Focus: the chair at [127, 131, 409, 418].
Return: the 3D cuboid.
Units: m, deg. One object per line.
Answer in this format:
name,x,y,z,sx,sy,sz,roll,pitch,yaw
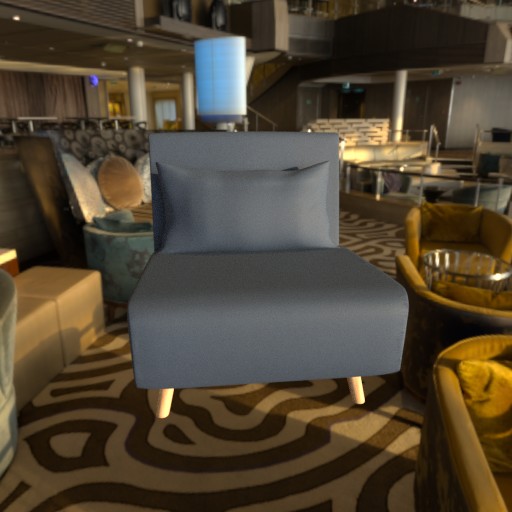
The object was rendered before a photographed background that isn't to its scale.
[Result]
chair,0.000,0.000,1.527,0.770,0.808,0.900,-2,17,-6
